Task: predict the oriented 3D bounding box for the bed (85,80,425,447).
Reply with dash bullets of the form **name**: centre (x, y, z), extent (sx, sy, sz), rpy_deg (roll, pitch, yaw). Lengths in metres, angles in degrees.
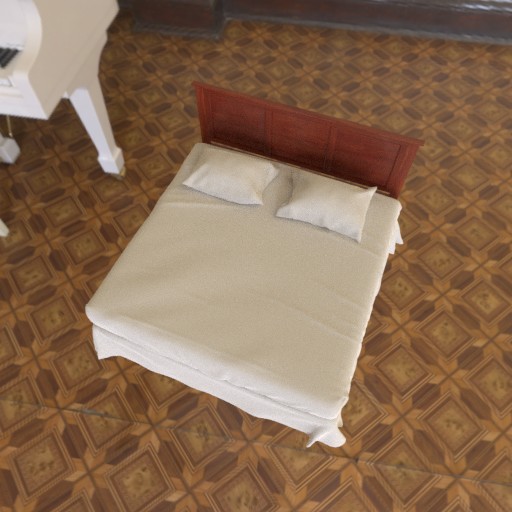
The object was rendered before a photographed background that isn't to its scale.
- **bed**: centre (0.000, 0.000, 3.616), extent (2.314, 1.271, 2.219), rpy_deg (19, 59, 12)
